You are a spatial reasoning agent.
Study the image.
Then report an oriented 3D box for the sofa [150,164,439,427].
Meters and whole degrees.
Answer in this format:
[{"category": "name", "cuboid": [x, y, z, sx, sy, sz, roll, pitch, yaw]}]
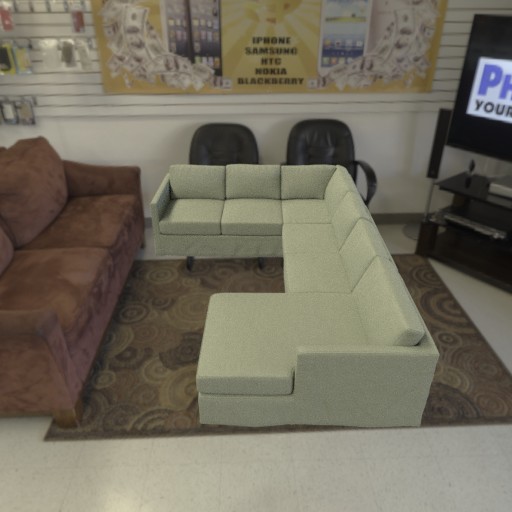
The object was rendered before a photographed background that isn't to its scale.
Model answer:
[{"category": "sofa", "cuboid": [0.000, 0.000, 4.460, 2.427, 0.882, 3.460, 0, 30, 1]}]
